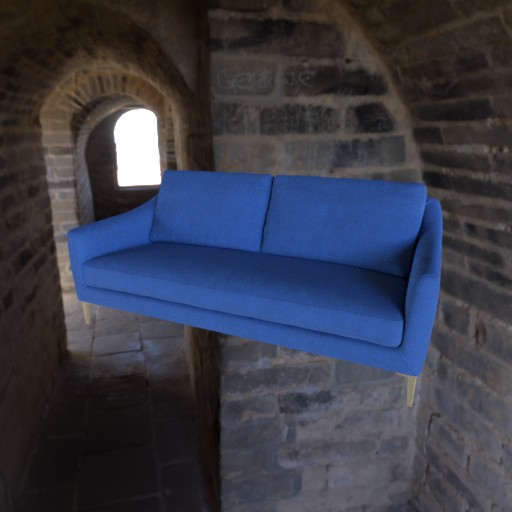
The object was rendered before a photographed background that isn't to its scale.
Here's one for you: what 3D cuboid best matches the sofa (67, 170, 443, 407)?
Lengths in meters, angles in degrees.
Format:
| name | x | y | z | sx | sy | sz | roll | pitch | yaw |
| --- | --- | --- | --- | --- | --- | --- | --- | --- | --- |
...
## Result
| name | x | y | z | sx | sy | sz | roll | pitch | yaw |
| --- | --- | --- | --- | --- | --- | --- | --- | --- | --- |
| sofa | 0.000 | 0.000 | 2.576 | 2.036 | 0.903 | 0.960 | 8 | 17 | 26 |
